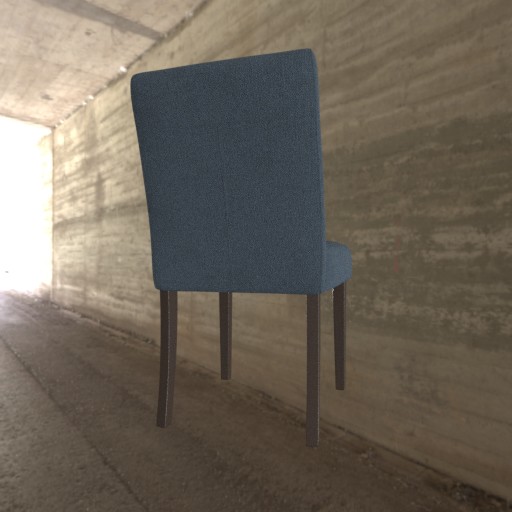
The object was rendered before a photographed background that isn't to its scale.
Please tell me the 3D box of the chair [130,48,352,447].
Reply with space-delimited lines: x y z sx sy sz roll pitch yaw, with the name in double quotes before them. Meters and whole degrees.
"chair" 0.000 0.000 1.260 0.487 0.882 0.629 0 0 17
